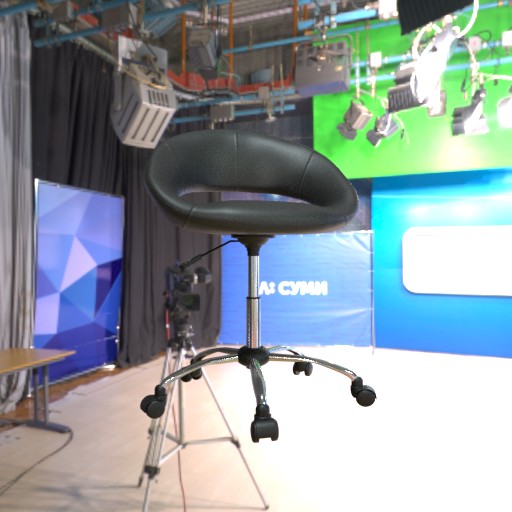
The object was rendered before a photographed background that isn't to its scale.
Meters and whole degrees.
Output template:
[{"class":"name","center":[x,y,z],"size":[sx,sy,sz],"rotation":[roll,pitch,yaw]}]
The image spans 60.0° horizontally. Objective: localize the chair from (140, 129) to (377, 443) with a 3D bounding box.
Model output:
[{"class":"chair","center":[0.000,0.000,1.199],"size":[0.612,0.791,0.538],"rotation":[0,1,-18]}]
